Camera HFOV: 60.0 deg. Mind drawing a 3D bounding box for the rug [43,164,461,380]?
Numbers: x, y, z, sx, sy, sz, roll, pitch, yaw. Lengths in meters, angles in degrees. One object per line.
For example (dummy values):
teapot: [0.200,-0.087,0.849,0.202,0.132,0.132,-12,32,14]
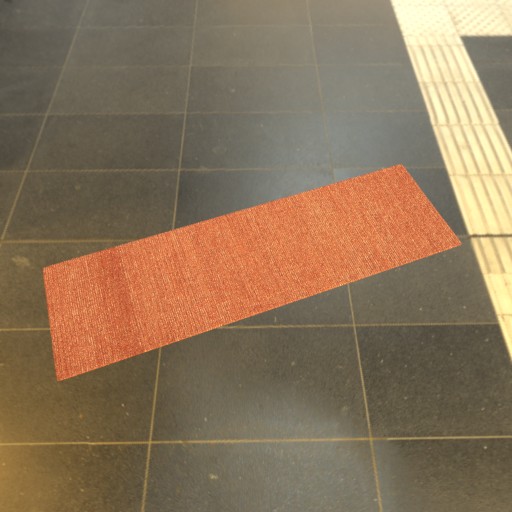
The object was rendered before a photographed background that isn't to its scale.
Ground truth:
rug: [0.000,0.000,2.536,2.307,0.012,0.687,-17,59,-11]
